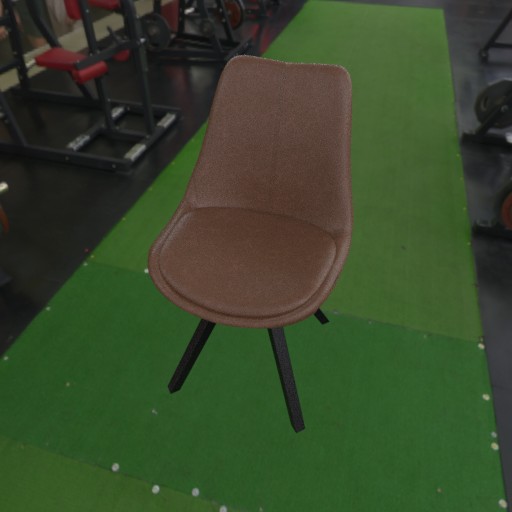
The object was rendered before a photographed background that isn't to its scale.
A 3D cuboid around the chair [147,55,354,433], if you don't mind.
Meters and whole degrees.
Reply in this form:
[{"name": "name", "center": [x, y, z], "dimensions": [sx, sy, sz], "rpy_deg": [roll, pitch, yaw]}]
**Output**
[{"name": "chair", "center": [0.000, 0.000, 1.182], "dimensions": [0.475, 0.850, 0.550], "rpy_deg": [12, 43, 14]}]
